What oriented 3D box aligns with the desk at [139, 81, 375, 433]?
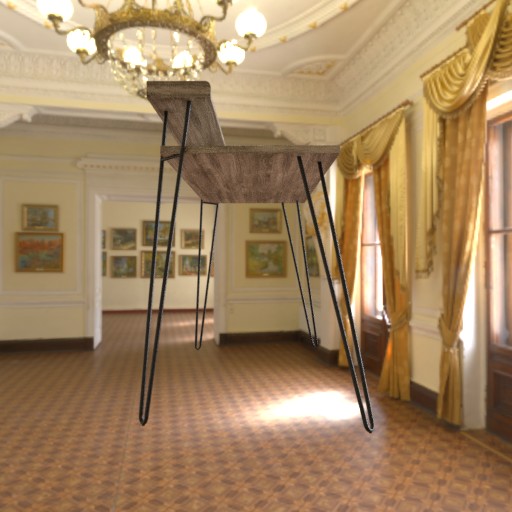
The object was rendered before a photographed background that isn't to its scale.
[{"bbox_3d":[0.000,0.000,1.666,0.605,0.899,1.135,0,-1,1],"label":"desk"}]
